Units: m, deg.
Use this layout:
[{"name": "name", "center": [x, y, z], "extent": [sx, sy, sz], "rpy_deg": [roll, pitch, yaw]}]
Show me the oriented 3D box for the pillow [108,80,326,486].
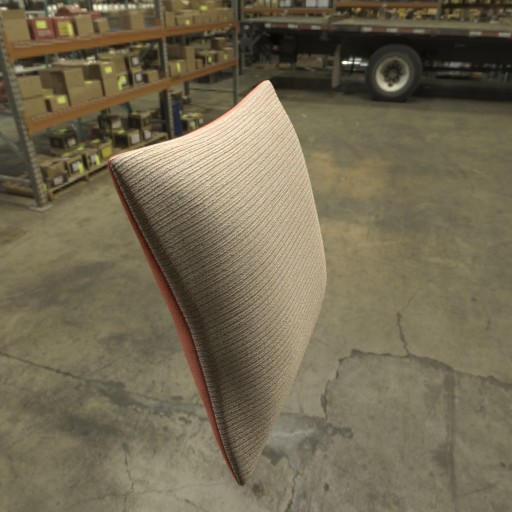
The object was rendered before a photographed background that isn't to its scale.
[{"name": "pillow", "center": [0.000, 0.000, 0.627], "extent": [0.177, 0.401, 0.424], "rpy_deg": [10, 32, 17]}]
